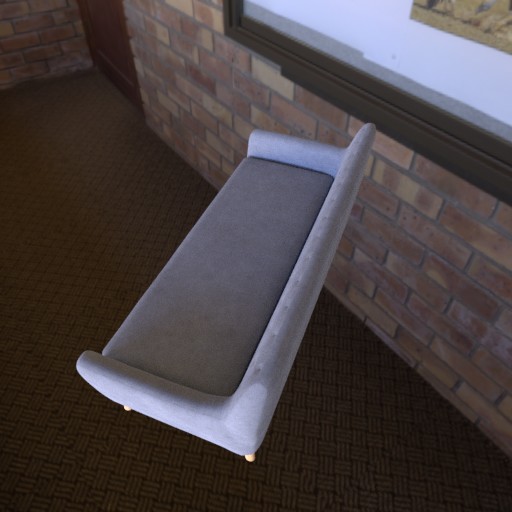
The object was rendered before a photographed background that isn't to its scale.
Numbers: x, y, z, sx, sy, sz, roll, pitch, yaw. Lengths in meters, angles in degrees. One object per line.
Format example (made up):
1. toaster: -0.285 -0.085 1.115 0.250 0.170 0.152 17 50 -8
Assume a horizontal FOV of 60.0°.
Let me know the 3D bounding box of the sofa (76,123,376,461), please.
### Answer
1. sofa: 0.000 0.000 2.404 0.830 0.830 1.970 16 48 15
